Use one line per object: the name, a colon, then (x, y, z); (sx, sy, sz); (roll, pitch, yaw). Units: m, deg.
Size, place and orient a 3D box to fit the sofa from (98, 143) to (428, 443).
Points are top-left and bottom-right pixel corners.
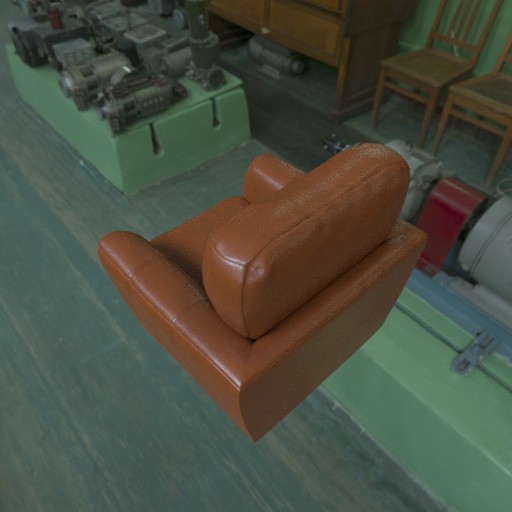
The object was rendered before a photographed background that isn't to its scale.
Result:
sofa: (0.000, 0.000, 1.529); (0.836, 0.876, 0.789); (-33, 55, -28)
